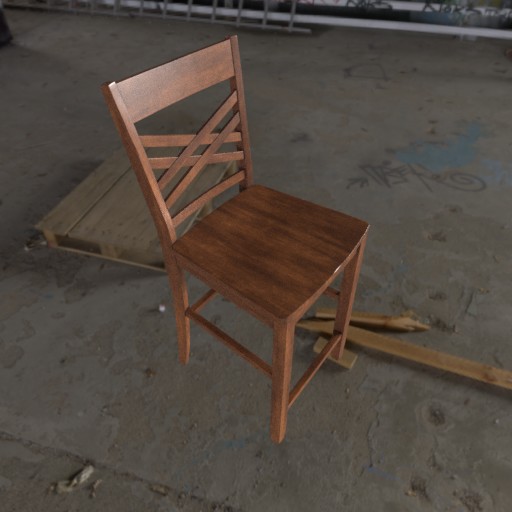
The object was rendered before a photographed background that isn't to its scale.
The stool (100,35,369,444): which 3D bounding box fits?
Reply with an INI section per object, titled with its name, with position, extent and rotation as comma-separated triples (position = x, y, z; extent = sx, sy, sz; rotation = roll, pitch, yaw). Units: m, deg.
[stool]
position = 0.000, 0.000, 1.356
extent = 0.539, 1.079, 0.462
rotation = 26, 48, 26
